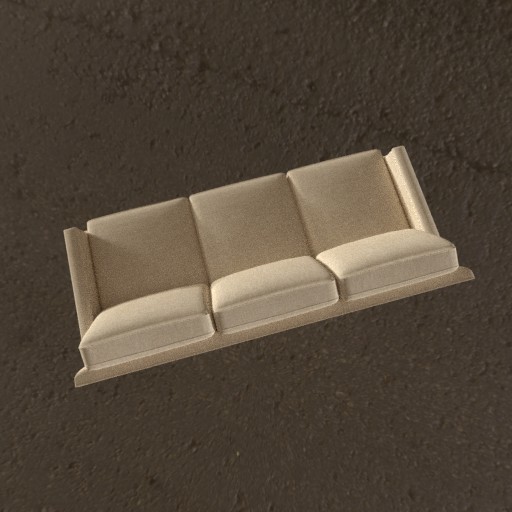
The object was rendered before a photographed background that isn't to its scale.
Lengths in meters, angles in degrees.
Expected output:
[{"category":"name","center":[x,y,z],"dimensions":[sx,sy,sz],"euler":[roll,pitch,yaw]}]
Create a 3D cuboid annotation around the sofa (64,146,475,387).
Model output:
[{"category":"sofa","center":[0.000,0.000,2.801],"dimensions":[2.210,0.940,1.041],"euler":[-15,75,-4]}]
